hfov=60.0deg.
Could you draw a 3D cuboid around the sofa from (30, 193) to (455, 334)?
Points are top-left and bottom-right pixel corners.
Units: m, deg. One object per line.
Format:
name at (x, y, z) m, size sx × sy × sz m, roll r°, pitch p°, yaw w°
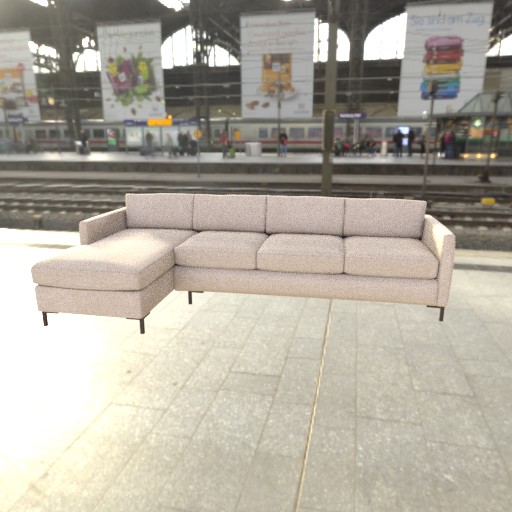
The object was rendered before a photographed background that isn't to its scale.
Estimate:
sofa at (0.000, 0.000, 3.483) m, size 2.923 × 0.816 × 1.469 m, roll 3°, pitch 15°, yaw 10°
